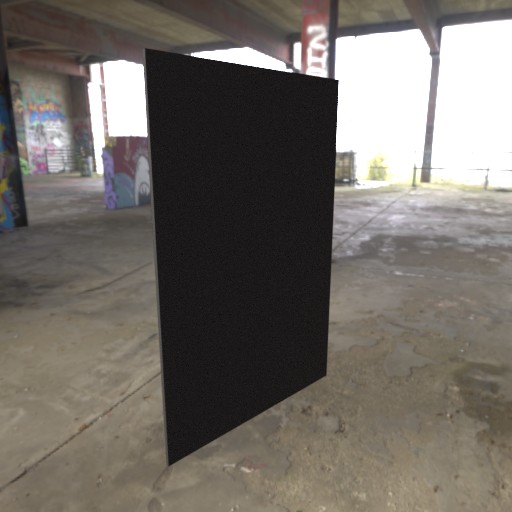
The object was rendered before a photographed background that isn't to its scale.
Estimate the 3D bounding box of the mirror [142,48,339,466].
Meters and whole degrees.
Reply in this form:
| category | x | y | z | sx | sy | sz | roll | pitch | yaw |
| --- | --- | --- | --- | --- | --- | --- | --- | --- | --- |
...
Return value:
| category | x | y | z | sx | sy | sz | roll | pitch | yaw |
| --- | --- | --- | --- | --- | --- | --- | --- | --- | --- |
| mirror | 0.000 | 0.000 | 1.157 | 0.613 | 0.914 | 0.039 | -13 | 19 | -42 |
